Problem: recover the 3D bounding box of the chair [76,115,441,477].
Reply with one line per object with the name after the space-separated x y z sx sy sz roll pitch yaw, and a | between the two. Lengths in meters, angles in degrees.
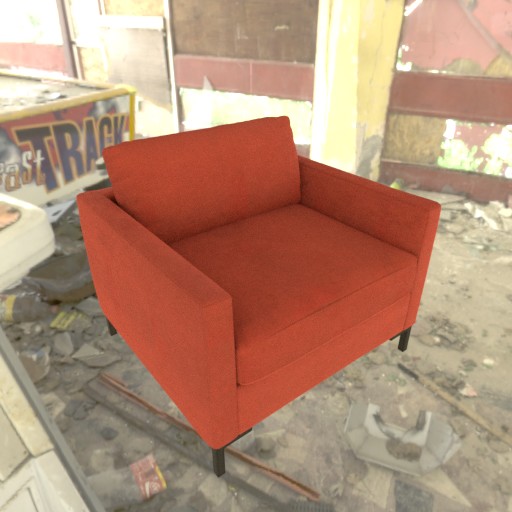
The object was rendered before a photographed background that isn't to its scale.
0.000 0.000 1.603 0.964 0.812 0.875 -21 36 -32 | chair
